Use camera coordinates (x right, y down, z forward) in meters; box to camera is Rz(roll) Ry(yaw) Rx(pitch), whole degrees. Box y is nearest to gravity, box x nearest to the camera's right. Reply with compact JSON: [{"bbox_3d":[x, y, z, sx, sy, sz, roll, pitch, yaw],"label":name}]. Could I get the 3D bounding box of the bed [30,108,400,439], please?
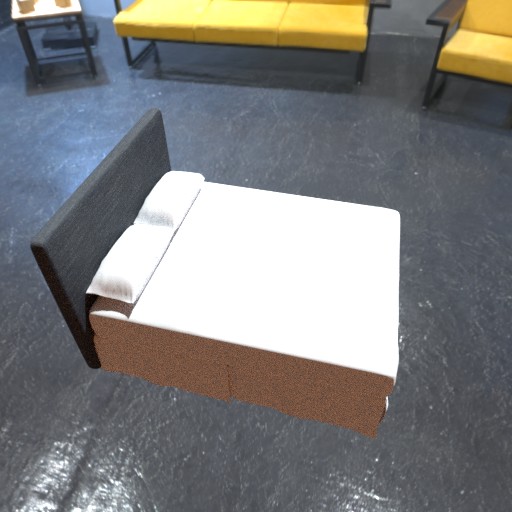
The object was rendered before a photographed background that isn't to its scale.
[{"bbox_3d":[0.000,0.000,3.233,2.142,1.330,1.723,10,45,10],"label":"bed"}]
